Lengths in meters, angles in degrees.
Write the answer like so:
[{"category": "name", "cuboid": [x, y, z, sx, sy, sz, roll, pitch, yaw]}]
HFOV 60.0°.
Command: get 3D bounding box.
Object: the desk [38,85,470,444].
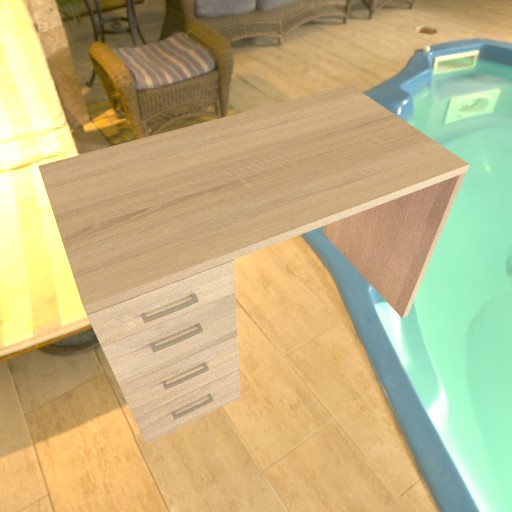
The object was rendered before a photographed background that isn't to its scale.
[{"category": "desk", "cuboid": [0.000, 0.000, 1.528, 1.100, 0.731, 0.600, -21, 49, -19]}]
